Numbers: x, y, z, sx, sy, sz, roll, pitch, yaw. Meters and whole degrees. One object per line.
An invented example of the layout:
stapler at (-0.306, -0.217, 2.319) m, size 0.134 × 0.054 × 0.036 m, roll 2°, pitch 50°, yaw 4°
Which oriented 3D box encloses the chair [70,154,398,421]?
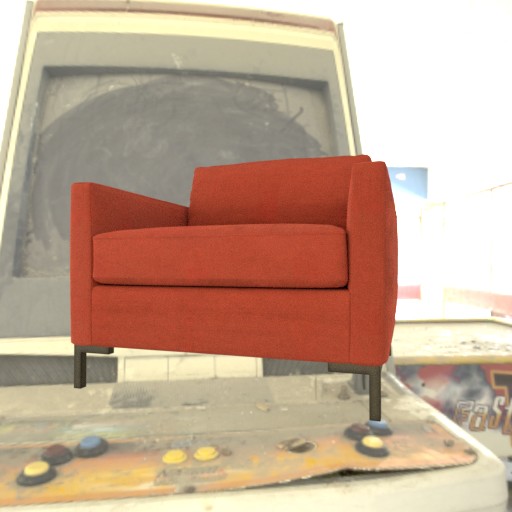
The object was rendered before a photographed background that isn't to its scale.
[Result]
chair at (0.000, 0.000, 1.590) m, size 0.964 × 0.812 × 0.875 m, roll 0°, pitch -1°, yaw 19°
